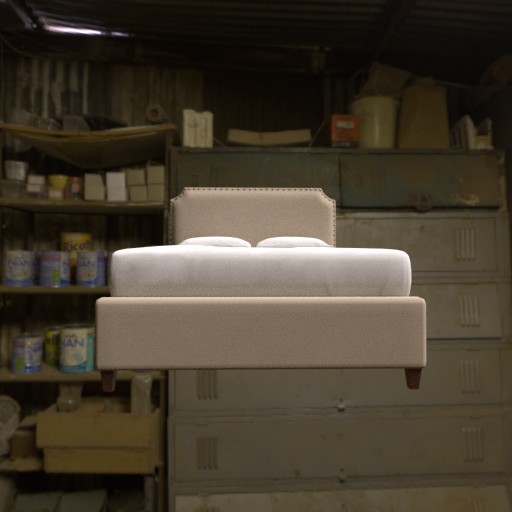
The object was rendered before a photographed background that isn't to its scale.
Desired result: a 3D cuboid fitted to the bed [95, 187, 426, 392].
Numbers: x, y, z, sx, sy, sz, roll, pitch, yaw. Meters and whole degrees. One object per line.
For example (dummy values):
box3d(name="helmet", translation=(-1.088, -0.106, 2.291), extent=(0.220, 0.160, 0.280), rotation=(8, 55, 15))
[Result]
box3d(name="bed", translation=(0.000, 0.000, 3.420), extent=(1.703, 1.415, 2.329), rotation=(0, -1, -2))
